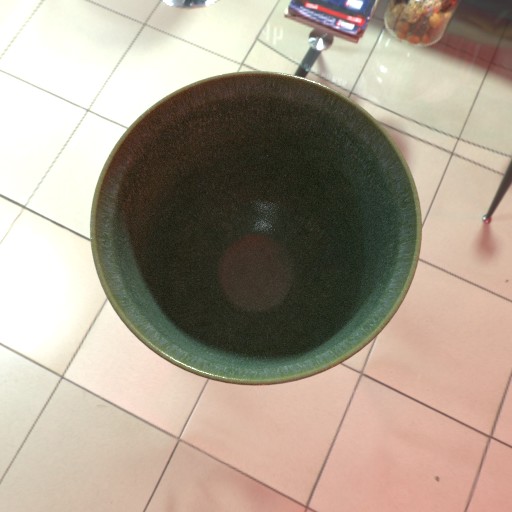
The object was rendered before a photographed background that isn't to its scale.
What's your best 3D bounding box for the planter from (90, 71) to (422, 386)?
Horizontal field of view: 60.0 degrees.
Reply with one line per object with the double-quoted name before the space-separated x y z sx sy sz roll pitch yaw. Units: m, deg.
"planter" 0.000 0.000 0.484 0.266 0.270 0.266 0 75 0
